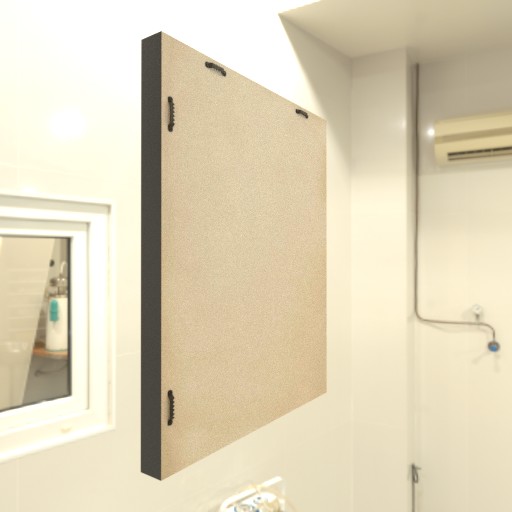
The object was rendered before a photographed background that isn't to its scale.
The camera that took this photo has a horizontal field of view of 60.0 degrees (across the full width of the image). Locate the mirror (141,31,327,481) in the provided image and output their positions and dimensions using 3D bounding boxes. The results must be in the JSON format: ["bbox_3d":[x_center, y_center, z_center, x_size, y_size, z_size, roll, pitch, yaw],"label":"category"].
[{"bbox_3d":[0.000,0.000,0.672,0.041,0.508,0.405,0,0,36],"label":"mirror"}]
